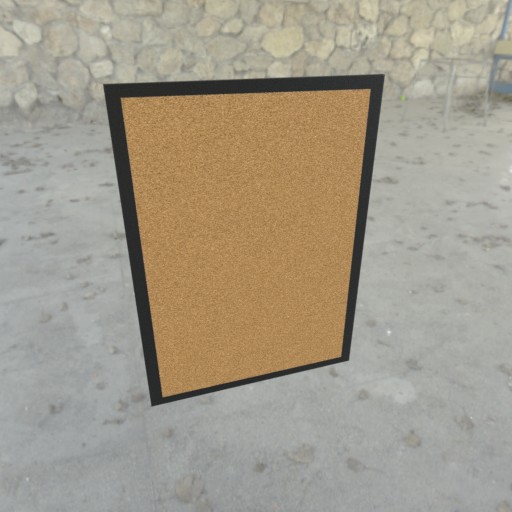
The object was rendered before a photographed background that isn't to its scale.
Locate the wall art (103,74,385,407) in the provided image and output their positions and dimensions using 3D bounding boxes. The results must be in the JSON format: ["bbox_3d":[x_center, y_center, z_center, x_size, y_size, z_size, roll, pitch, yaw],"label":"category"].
[{"bbox_3d":[0.000,0.000,1.295,0.707,0.967,0.013,-9,29,-16],"label":"wall art"}]
